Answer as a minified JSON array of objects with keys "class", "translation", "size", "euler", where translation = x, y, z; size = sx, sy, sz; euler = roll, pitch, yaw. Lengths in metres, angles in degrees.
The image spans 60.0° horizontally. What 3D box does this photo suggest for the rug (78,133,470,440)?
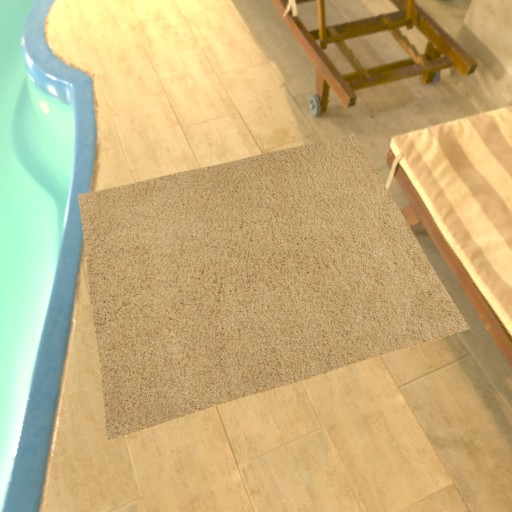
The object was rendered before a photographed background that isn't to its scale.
[{"class":"rug","translation":[0.000,0.000,4.069],"size":[3.000,0.025,2.400],"euler":[-15,60,-9]}]
